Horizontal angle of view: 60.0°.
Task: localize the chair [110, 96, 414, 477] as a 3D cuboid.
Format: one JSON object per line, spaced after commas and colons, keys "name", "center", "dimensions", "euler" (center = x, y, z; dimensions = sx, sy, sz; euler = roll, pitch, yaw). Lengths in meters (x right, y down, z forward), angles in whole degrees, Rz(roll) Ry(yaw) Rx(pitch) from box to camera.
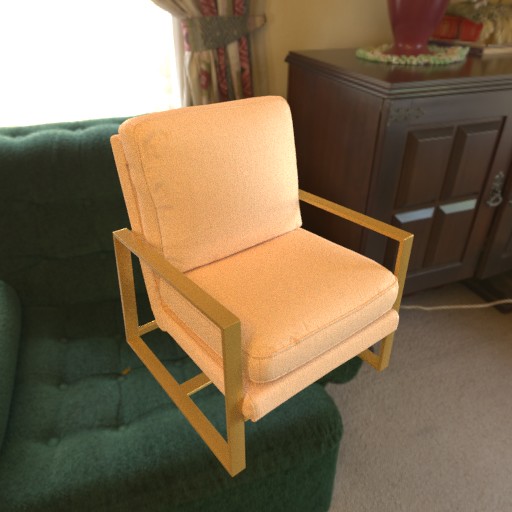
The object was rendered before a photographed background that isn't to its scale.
{"name": "chair", "center": [0.000, 0.000, 1.555], "dimensions": [0.758, 0.956, 0.813], "euler": [-22, 38, -32]}
